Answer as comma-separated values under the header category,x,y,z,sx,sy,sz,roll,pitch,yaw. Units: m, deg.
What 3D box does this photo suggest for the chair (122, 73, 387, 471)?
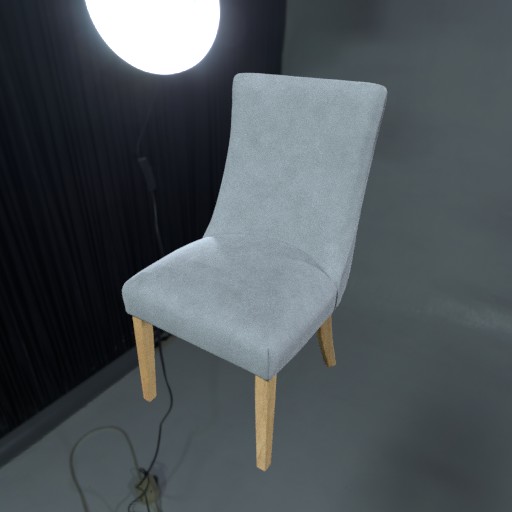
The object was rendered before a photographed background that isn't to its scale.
category,x,y,z,sx,sy,sz,roll,pitch,yaw
chair,0.000,0.000,1.268,0.495,0.902,0.610,18,34,29
